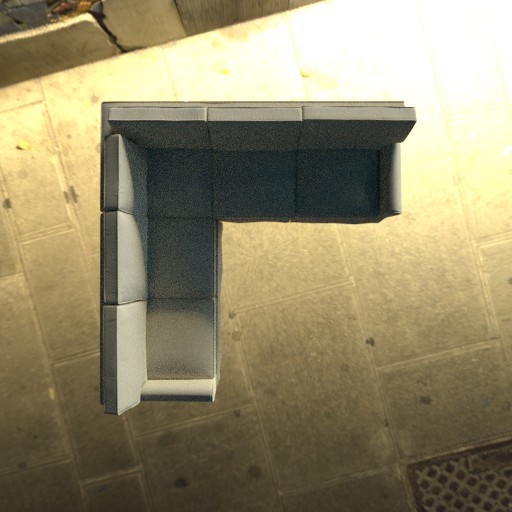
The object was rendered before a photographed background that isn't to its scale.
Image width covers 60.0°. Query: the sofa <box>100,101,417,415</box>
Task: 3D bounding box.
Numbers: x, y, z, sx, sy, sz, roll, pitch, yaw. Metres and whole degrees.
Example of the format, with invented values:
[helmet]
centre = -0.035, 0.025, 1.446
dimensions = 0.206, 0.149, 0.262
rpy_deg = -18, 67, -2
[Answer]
[sofa]
centre = 0.000, 0.000, 3.988
dimensions = 2.597, 1.070, 2.591
rpy_deg = 0, 90, 0
